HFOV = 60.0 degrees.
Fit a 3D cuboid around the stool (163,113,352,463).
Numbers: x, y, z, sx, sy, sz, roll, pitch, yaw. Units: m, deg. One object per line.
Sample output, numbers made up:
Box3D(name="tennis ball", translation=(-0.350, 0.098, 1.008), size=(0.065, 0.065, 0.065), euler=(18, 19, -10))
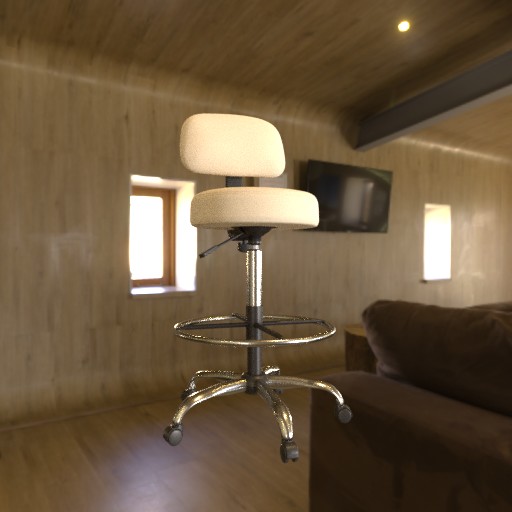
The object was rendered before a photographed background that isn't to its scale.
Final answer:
Box3D(name="stool", translation=(0.000, 0.000, 1.433), size=(0.609, 1.080, 0.616), euler=(0, 0, -18))
